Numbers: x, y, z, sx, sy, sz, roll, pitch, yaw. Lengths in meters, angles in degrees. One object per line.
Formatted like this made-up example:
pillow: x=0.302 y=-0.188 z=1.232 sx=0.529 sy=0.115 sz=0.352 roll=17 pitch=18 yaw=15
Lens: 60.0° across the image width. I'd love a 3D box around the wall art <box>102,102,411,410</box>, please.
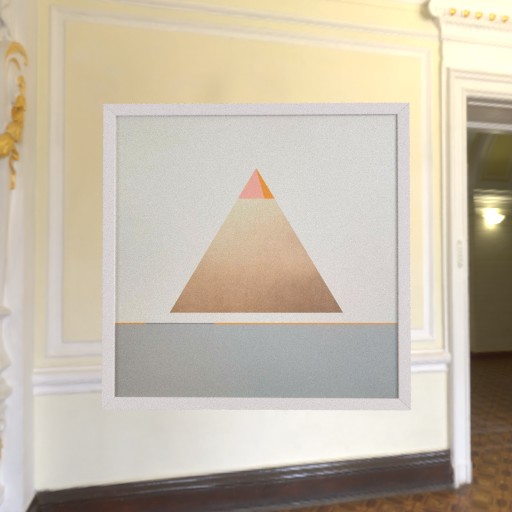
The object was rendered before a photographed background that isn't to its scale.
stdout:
wall art: x=0.000 y=0.000 z=0.459 sx=0.305 sy=0.304 sz=0.038 roll=0 pitch=-1 yaw=1
